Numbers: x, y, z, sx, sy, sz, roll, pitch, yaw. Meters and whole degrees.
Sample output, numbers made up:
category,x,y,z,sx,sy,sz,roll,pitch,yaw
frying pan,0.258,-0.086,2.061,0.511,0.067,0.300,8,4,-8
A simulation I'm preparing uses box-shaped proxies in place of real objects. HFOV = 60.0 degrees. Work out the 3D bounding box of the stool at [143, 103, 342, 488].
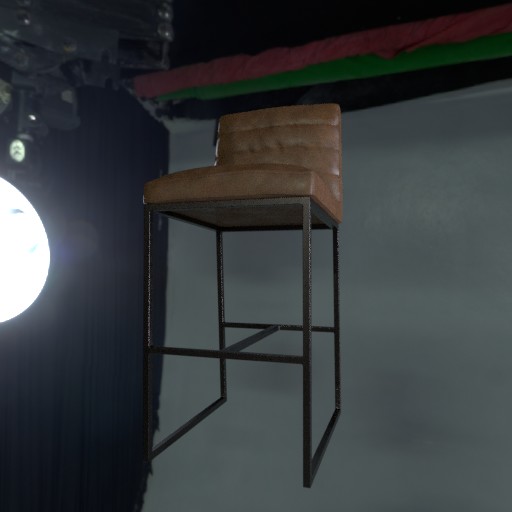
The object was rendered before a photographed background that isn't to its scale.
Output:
category,x,y,z,sx,sy,sz,roll,pitch,yaw
stool,0.000,0.000,1.338,0.463,1.065,0.562,0,-1,18
